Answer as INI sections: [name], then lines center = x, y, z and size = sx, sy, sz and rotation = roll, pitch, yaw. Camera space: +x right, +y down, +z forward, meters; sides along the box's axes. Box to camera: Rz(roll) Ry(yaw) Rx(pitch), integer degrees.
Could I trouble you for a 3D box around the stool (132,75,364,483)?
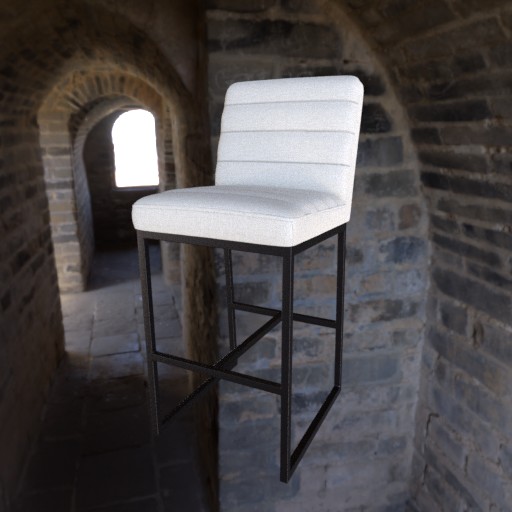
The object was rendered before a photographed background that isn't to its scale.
[stool]
center = 0.000, 0.000, 1.320
size = 0.460, 1.040, 0.560
rotation = 7, 17, 26
